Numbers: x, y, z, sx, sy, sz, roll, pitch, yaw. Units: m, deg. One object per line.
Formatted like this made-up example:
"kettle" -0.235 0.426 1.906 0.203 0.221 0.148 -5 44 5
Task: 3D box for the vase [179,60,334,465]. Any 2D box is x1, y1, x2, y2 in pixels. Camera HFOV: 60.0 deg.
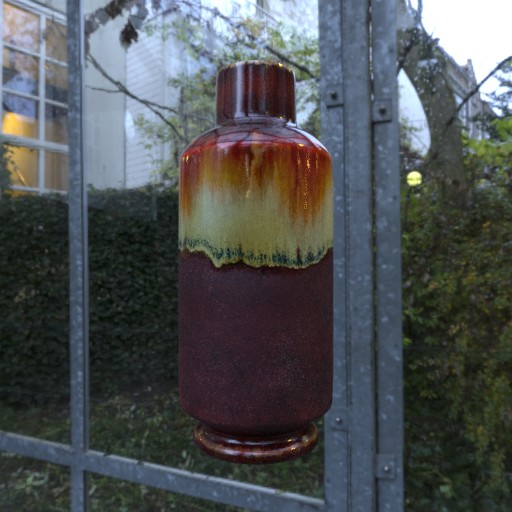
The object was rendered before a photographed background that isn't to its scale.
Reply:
"vase" 0.000 0.000 0.321 0.111 0.261 0.111 0 -1 0
